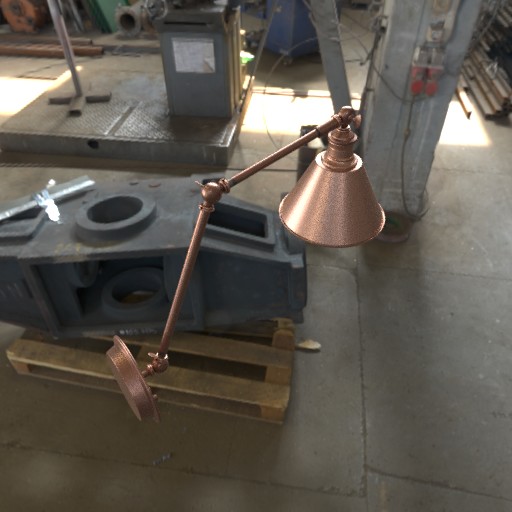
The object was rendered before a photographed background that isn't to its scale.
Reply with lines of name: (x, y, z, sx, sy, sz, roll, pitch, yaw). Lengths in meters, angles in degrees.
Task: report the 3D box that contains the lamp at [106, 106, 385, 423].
lamp: (0.000, 0.000, 0.865, 0.624, 0.502, 0.223, -26, 48, -27)
